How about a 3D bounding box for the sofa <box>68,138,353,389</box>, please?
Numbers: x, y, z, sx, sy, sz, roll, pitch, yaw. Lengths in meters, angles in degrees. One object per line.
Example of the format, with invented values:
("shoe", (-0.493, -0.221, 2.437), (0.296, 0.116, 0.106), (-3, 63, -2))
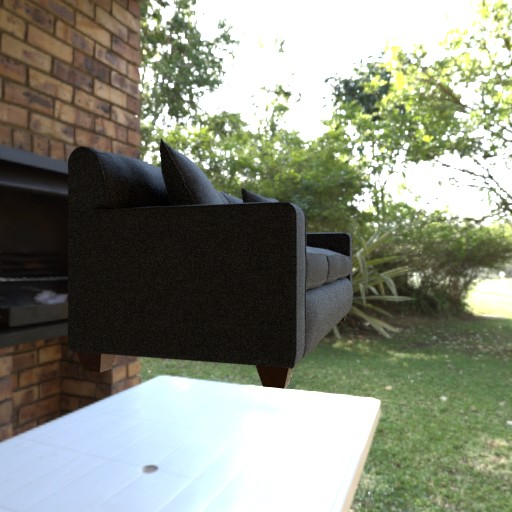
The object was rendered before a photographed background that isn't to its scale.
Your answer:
("sofa", (0.000, 0.000, 2.603), (0.997, 0.958, 2.024), (0, -1, 18))
